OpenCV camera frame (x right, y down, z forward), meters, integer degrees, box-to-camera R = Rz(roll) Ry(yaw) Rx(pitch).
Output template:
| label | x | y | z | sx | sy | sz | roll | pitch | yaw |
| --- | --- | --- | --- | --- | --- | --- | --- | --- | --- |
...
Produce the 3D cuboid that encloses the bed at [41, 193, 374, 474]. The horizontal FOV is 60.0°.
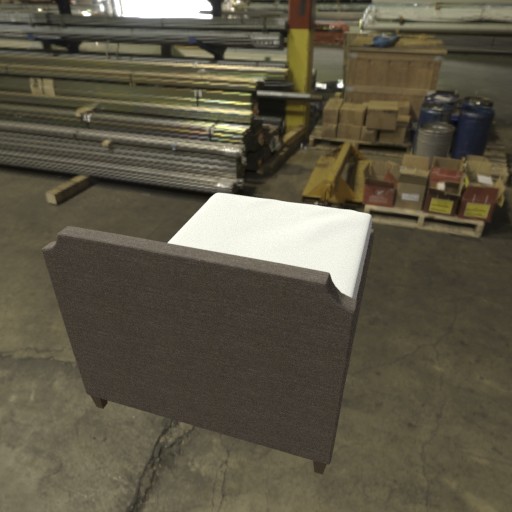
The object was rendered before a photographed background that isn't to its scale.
| label | x | y | z | sx | sy | sz | roll | pitch | yaw |
| --- | --- | --- | --- | --- | --- | --- | --- | --- | --- |
| bed | 0.000 | 0.000 | 3.479 | 1.713 | 1.457 | 2.381 | 10 | 34 | 15 |
